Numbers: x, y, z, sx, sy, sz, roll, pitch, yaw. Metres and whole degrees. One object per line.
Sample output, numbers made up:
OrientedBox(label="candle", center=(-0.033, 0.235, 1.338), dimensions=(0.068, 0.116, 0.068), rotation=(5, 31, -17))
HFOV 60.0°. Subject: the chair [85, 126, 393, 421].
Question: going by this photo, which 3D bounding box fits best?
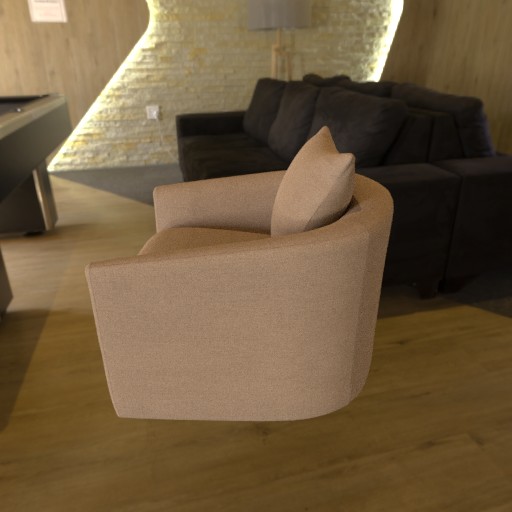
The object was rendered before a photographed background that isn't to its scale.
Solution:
OrientedBox(label="chair", center=(0.000, 0.000, 1.613), dimensions=(0.910, 0.848, 0.845), rotation=(1, 24, 2))
